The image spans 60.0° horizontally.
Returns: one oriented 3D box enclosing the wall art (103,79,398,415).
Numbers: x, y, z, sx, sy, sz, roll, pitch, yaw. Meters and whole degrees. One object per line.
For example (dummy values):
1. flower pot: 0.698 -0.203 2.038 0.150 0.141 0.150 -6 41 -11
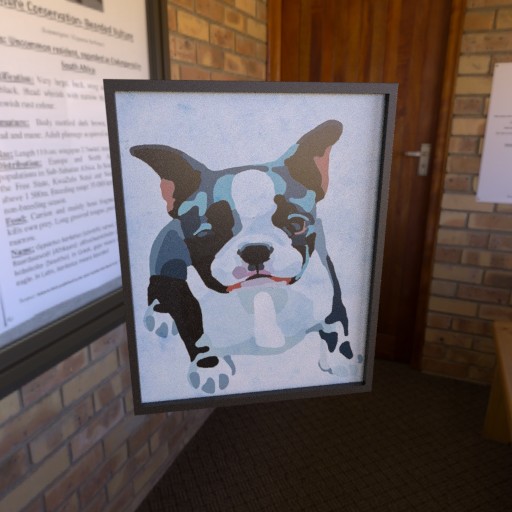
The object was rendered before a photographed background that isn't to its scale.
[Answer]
1. wall art: 0.000 0.000 0.504 0.294 0.369 0.030 -3 17 -9
